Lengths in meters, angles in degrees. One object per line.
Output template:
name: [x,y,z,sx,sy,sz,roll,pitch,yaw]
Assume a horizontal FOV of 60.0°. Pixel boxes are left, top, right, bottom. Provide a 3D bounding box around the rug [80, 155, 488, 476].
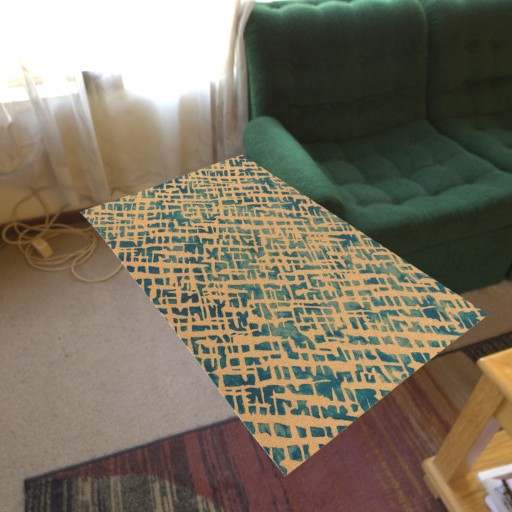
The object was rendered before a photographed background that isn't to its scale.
rug: [0.000,0.000,2.959,1.520,0.011,2.447,-26,47,-27]
